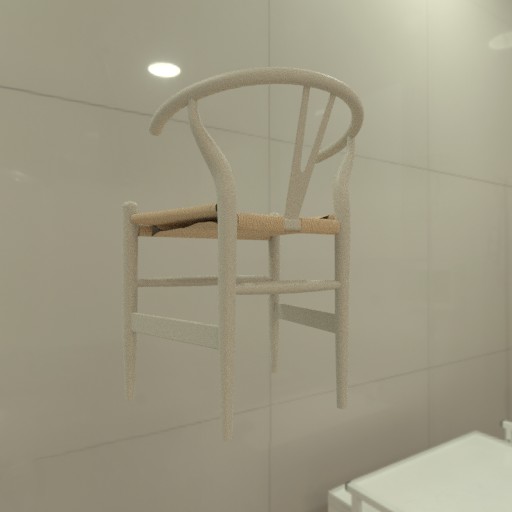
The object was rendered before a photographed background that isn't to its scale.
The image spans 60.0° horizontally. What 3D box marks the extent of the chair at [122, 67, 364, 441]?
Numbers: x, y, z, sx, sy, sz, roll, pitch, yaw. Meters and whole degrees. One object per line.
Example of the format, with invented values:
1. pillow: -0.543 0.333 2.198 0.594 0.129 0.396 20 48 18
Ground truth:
1. chair: 0.000 0.000 1.092 0.533 0.736 0.500 0 -1 -35
